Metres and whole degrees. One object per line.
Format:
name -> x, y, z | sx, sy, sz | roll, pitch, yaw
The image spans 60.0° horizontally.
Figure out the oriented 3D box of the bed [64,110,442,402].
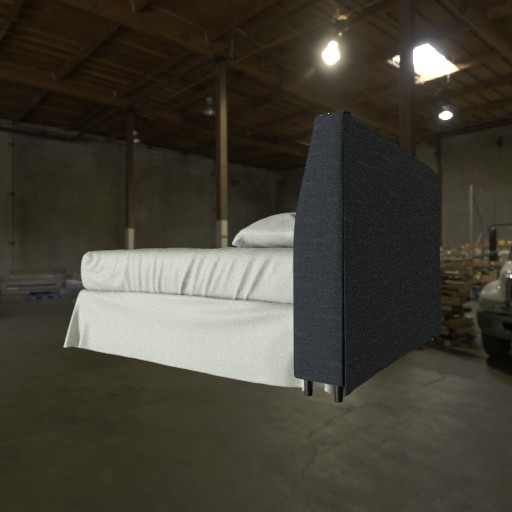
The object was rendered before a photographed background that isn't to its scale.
bed -> 0.000, 0.000, 3.367 | 2.276, 1.332, 1.925 | 0, 0, 35
